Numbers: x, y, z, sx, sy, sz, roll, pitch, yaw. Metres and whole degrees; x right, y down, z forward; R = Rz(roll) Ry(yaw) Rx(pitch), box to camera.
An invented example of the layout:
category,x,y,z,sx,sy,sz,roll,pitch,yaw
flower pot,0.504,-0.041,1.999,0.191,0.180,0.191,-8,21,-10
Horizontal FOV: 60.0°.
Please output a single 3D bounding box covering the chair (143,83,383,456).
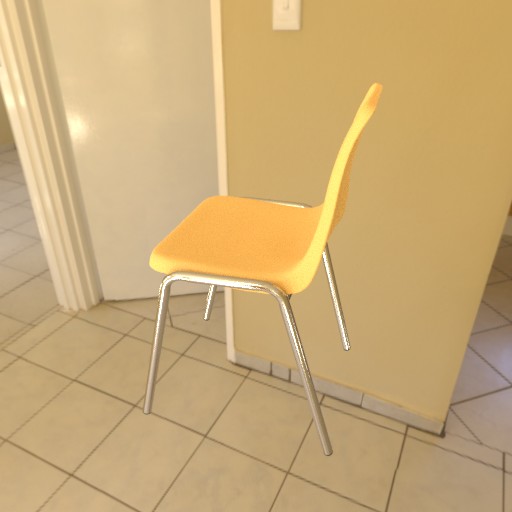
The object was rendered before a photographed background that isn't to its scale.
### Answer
category,x,y,z,sx,sy,sz,roll,pitch,yaw
chair,0.000,0.000,0.948,0.436,0.704,0.381,9,31,14
